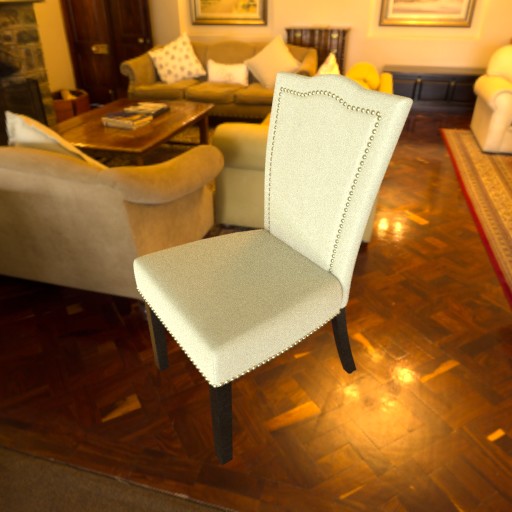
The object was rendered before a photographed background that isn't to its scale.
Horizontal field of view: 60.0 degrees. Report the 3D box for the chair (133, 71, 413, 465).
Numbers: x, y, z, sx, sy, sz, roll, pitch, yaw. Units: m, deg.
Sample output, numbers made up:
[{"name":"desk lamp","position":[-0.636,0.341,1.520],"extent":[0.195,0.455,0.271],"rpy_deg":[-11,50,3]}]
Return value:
[{"name":"chair","position":[0.000,0.000,1.289],"extent":[0.589,0.946,0.518],"rpy_deg":[-19,36,-29]}]
